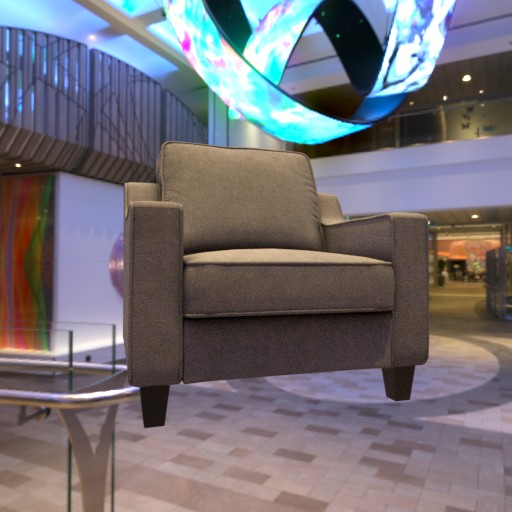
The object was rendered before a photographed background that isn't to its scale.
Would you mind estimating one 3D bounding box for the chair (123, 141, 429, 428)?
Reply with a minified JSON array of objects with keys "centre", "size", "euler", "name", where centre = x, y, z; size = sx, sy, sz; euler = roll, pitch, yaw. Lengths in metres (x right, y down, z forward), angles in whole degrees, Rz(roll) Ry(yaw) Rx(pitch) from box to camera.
[{"centre":[0.000,0.000,1.634],"size":[0.926,0.944,0.840],"euler":[1,-2,-18],"name":"chair"}]
